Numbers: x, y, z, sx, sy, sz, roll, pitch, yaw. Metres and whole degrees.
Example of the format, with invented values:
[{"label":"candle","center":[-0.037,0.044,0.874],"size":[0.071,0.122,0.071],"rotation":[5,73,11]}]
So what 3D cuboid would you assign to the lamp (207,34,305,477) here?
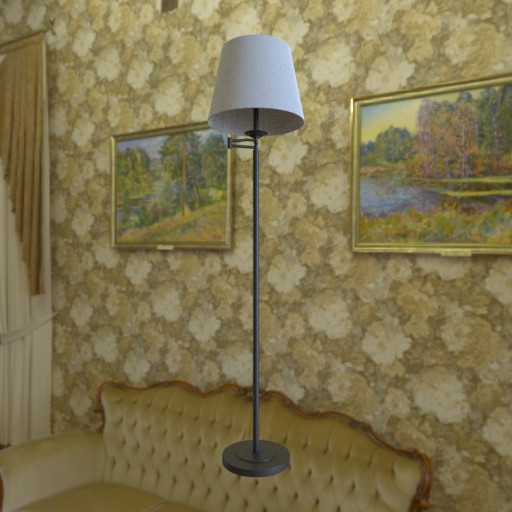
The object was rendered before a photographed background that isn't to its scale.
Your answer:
[{"label":"lamp","center":[0.000,0.000,1.595],"size":[0.348,1.473,0.348],"rotation":[0,0,-17]}]
